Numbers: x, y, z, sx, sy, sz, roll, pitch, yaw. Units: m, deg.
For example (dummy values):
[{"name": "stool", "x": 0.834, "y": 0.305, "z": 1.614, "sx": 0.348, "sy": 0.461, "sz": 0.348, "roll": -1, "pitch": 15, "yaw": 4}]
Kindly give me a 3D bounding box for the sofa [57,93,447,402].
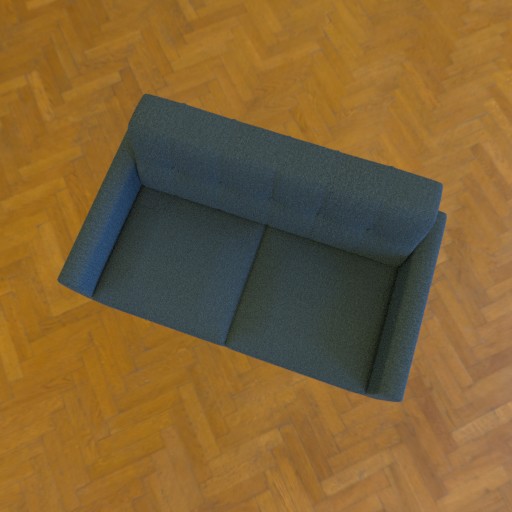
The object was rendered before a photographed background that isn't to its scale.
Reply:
[{"name": "sofa", "x": 0.000, "y": 0.000, "z": 2.231, "sx": 1.651, "sy": 0.896, "sz": 0.942, "roll": 18, "pitch": 75, "yaw": 5}]
